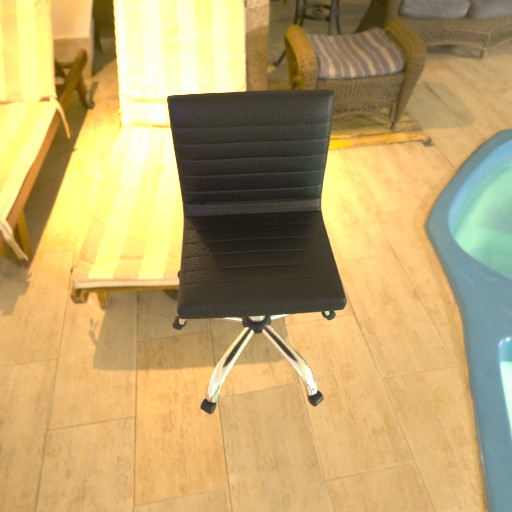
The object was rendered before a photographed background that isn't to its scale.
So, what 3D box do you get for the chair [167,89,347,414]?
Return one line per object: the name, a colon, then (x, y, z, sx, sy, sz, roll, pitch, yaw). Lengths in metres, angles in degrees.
chair: (0.000, 0.000, 1.194, 0.556, 0.780, 0.530, -3, 47, -3)
